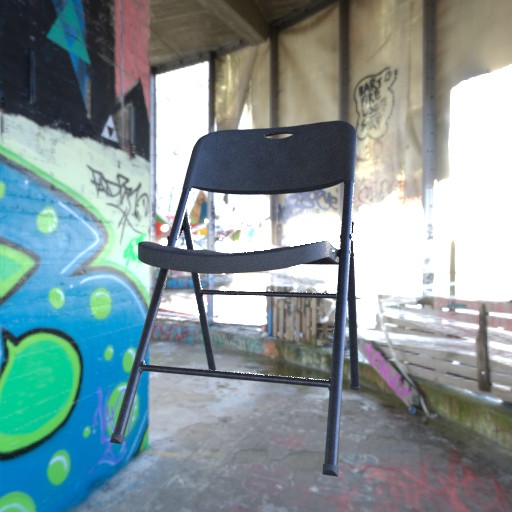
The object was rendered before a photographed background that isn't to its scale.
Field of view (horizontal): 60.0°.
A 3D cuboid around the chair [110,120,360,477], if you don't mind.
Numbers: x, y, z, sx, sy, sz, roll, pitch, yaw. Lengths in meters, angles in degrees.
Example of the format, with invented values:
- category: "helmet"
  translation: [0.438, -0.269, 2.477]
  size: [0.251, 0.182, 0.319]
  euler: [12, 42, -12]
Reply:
- category: "chair"
  translation: [0.000, 0.000, 1.150]
  size: [0.494, 0.810, 0.567]
  euler: [0, 1, 17]
